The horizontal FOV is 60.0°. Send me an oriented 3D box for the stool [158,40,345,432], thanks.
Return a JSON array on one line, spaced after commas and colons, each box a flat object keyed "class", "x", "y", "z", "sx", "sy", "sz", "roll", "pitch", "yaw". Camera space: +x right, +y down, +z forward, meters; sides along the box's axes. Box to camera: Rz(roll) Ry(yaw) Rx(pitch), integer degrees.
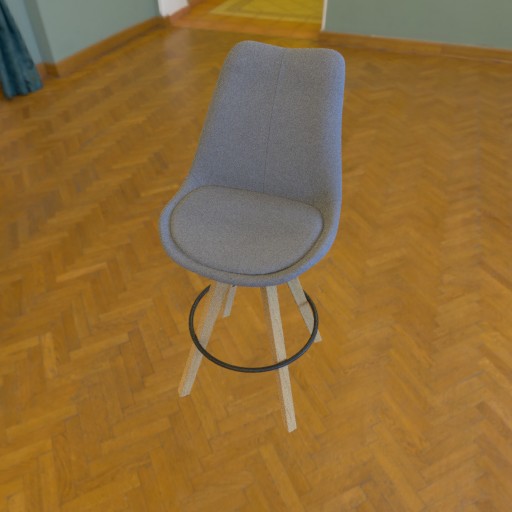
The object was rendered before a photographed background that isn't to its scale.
[{"class": "stool", "x": 0.000, "y": 0.000, "z": 1.396, "sx": 0.485, "sy": 1.115, "sz": 0.550, "roll": 13, "pitch": 43, "yaw": 14}]
